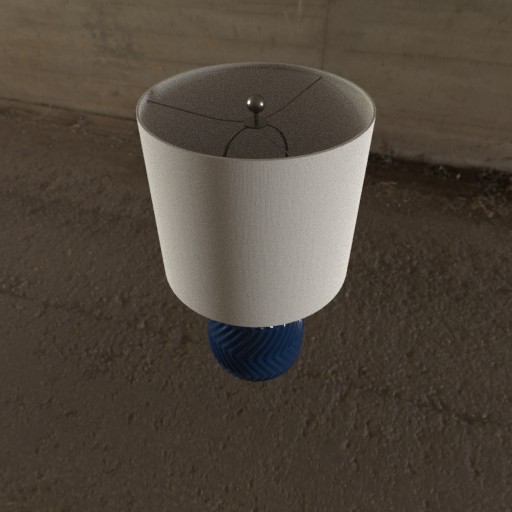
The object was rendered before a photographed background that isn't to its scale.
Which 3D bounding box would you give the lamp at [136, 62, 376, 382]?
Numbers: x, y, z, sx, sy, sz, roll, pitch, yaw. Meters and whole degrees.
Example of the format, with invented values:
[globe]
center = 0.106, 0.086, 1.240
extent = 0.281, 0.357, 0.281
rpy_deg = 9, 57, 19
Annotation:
[lamp]
center = 0.000, 0.000, 0.501
extent = 0.203, 0.368, 0.203
rpy_deg = -13, 43, -14
